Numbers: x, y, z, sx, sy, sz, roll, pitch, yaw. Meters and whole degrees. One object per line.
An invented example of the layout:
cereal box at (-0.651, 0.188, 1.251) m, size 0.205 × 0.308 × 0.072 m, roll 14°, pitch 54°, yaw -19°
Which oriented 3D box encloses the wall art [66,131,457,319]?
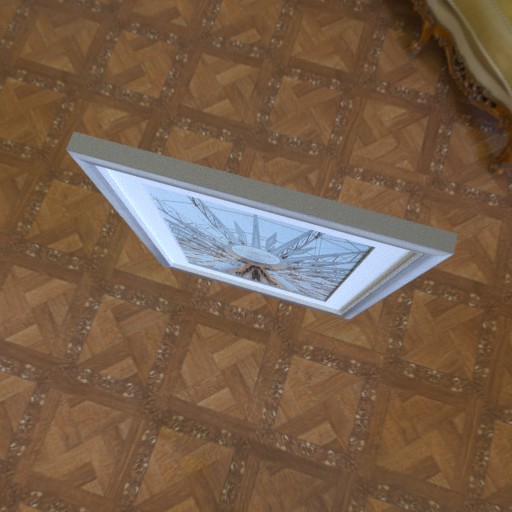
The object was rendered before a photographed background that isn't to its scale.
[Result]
wall art at (0.000, 0.000, 0.774) m, size 0.458 × 0.558 × 0.029 m, roll 16°, pitch 75°, yaw 4°
